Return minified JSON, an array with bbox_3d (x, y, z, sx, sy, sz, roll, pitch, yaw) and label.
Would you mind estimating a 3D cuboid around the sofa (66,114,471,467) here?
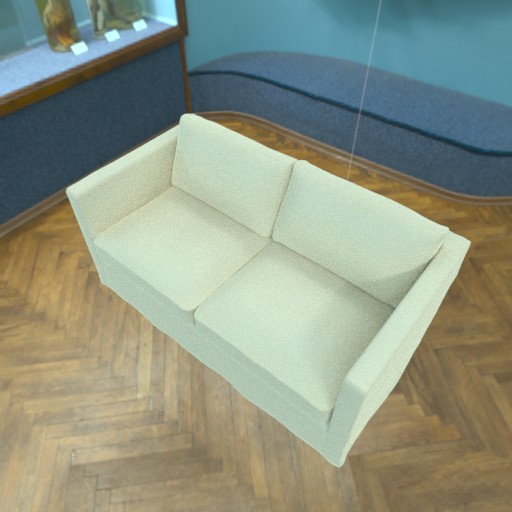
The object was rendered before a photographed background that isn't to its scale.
[{"bbox_3d":[0.000,0.000,2.294,1.746,0.834,0.962,31,54,26],"label":"sofa"}]
